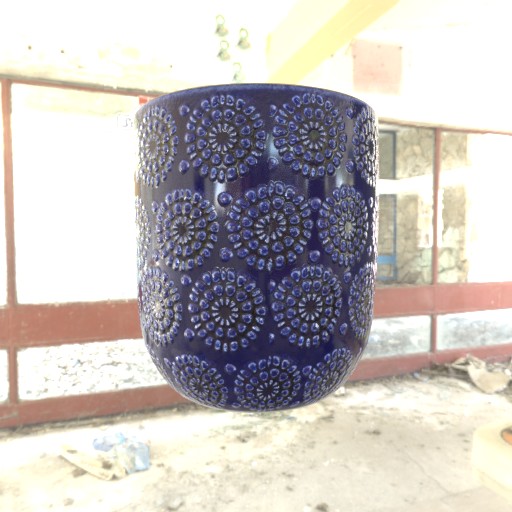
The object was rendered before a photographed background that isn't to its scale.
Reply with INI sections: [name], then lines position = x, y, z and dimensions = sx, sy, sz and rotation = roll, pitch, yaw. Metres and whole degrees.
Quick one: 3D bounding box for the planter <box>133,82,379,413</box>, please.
[planter]
position = 0.000, 0.000, 0.346
dimensions = 0.184, 0.206, 0.184
rotation = 0, 2, 0
